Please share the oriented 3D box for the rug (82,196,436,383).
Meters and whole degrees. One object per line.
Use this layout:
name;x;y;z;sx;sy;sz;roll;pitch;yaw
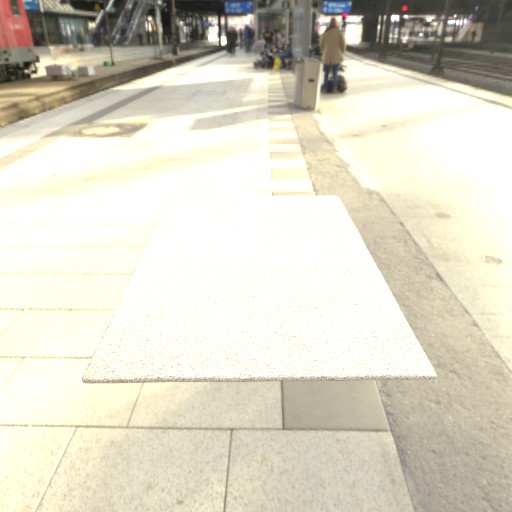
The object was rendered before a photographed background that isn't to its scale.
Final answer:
rug;0.000;0.000;3.426;1.778;0.030;2.743;0;27;-1
